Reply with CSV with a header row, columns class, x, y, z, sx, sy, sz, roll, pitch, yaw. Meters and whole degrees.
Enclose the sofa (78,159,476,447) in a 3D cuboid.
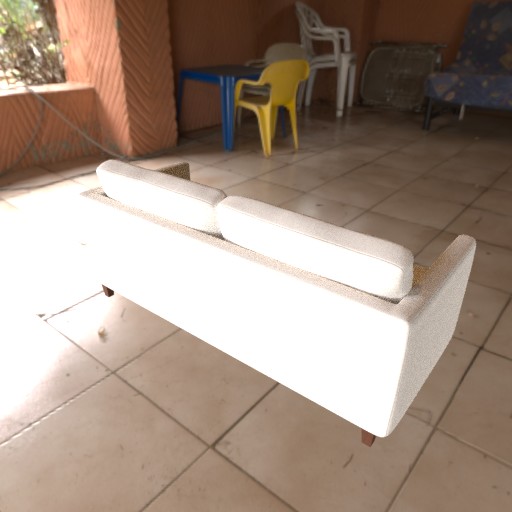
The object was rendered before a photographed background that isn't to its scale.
class,x,y,z,sx,sy,sz,roll,pitch,yaw
sofa,0.000,0.000,2.586,2.139,0.933,0.924,21,35,33
